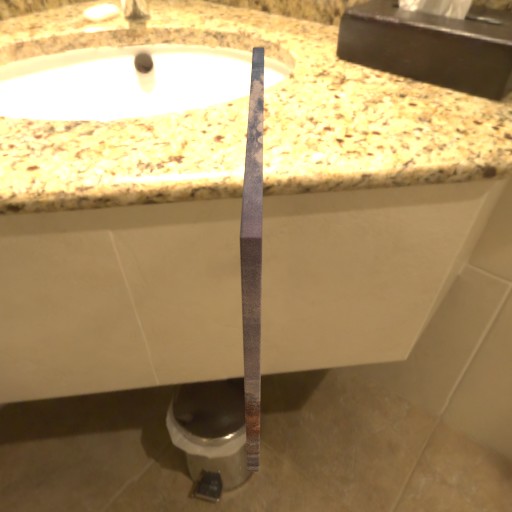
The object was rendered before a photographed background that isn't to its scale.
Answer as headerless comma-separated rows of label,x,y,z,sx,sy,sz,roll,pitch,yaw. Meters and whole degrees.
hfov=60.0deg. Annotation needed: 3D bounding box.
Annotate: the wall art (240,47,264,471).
wall art,0.000,0.000,1.316,0.035,0.897,0.888,1,43,1
